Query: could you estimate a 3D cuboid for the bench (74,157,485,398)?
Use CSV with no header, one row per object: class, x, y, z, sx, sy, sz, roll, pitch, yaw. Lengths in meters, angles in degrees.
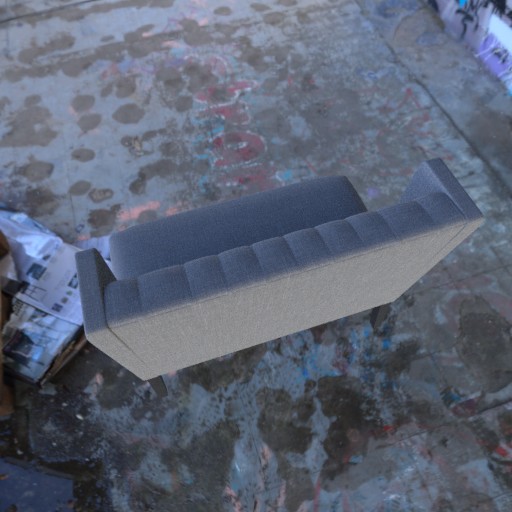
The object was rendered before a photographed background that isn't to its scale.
bench,0.000,0.000,1.973,1.276,1.121,0.842,-16,60,-10
